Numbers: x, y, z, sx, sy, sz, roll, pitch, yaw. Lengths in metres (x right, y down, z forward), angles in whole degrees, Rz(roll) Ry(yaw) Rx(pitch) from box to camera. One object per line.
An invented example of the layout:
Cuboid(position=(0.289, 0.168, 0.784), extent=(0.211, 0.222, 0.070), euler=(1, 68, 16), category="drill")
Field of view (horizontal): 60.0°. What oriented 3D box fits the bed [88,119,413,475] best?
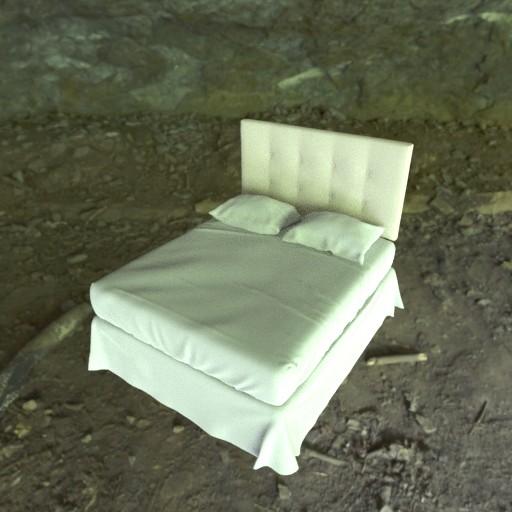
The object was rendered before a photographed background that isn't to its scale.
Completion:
Cuboid(position=(0.000, 0.000, 3.500), extent=(1.936, 1.577, 2.222), euler=(18, 34, 29), category="bed")
